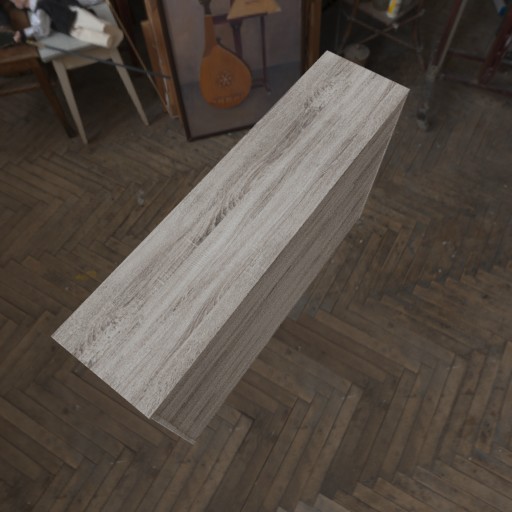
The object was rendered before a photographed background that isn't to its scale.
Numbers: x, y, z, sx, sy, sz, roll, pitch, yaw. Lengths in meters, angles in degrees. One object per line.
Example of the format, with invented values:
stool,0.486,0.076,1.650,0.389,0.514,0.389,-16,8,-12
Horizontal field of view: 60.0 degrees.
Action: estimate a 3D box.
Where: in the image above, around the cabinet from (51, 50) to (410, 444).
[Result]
cabinet,0.000,0.000,1.852,0.380,0.900,1.450,33,67,16
